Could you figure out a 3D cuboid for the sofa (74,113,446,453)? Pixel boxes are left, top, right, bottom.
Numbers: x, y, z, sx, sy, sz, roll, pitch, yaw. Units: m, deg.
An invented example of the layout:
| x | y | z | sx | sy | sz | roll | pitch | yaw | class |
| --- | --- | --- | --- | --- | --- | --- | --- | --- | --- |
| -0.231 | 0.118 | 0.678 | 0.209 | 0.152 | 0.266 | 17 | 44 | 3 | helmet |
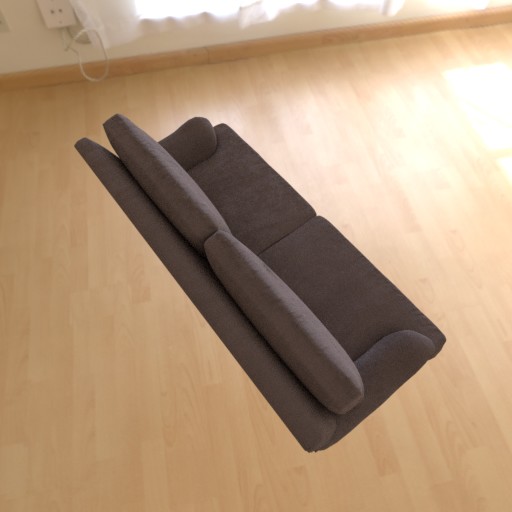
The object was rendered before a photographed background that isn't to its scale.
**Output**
| x | y | z | sx | sy | sz | roll | pitch | yaw | class |
| --- | --- | --- | --- | --- | --- | --- | --- | --- | --- |
| 0.000 | 0.000 | 2.691 | 1.086 | 1.087 | 2.165 | -33 | 65 | -18 | sofa |
